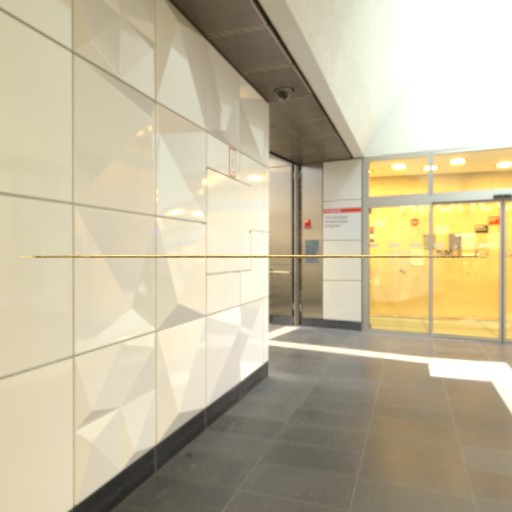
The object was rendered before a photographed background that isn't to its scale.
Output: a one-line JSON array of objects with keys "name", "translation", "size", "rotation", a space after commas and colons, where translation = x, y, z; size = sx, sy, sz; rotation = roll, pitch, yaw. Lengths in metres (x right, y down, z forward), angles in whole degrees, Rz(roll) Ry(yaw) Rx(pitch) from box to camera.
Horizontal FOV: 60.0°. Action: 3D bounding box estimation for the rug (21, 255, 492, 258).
[{"name": "rug", "translation": [0.000, 0.000, 4.266], "size": [3.422, 0.015, 2.143], "rotation": [0, 0, 0]}]
